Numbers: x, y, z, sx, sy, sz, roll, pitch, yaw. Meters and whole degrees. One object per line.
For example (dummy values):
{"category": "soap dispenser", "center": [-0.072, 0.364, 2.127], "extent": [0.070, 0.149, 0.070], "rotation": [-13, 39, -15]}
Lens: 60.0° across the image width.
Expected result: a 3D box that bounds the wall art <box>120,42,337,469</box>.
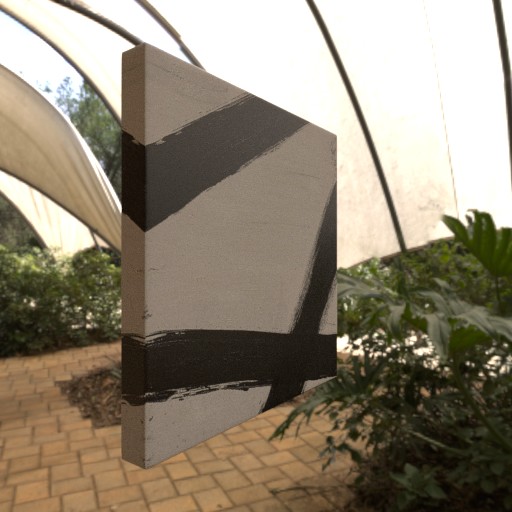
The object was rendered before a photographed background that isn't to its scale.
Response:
{"category": "wall art", "center": [0.000, 0.000, 0.740], "extent": [0.050, 0.508, 0.507], "rotation": [0, 0, 37]}
